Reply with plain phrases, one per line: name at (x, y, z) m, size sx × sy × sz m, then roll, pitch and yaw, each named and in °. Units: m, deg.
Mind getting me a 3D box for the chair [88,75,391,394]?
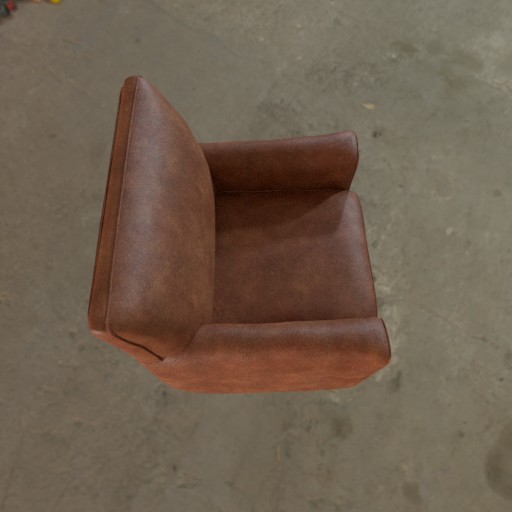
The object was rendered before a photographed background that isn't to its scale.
chair at (0.000, 0.000, 1.604) m, size 0.823 × 0.943 × 0.870 m, roll -1°, pitch 64°, yaw -1°
